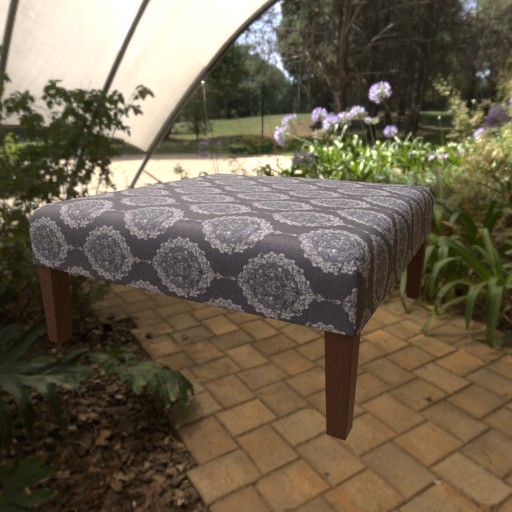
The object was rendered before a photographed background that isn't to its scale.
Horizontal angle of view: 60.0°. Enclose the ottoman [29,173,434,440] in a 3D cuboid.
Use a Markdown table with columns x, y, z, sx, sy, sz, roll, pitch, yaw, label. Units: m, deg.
| x | y | z | sx | sy | sz | roll | pitch | yaw | label |
| --- | --- | --- | --- | --- | --- | --- | --- | --- | --- |
| 0.000 | 0.000 | 1.365 | 0.890 | 0.409 | 0.889 | 9 | 19 | 27 | ottoman |
